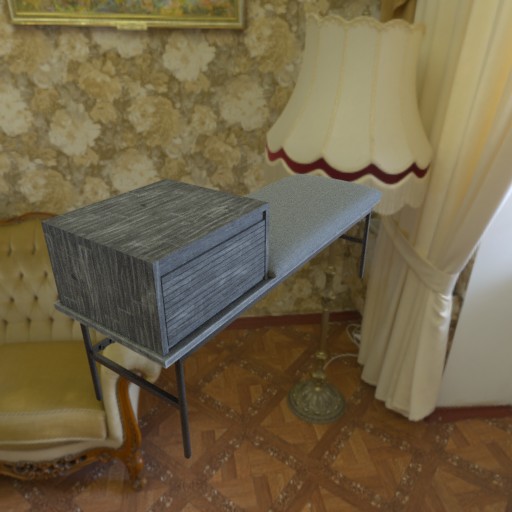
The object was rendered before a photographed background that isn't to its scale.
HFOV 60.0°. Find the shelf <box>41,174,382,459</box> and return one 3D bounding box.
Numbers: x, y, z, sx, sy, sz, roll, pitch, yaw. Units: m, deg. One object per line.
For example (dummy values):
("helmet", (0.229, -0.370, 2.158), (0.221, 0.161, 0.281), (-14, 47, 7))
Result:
("shelf", (0.000, 0.000, 1.635), (0.457, 0.633, 1.342), (17, 32, 30))
